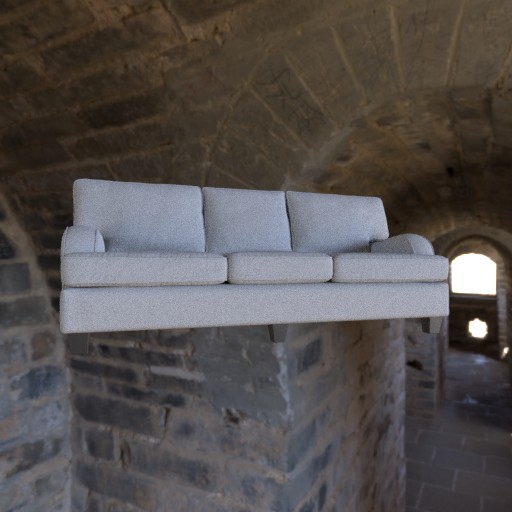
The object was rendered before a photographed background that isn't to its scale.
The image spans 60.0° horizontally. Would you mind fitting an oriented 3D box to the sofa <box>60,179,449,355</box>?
[{"bbox_3d":[0.000,0.000,2.939,2.323,0.997,1.016,0,-1,-18],"label":"sofa"}]
